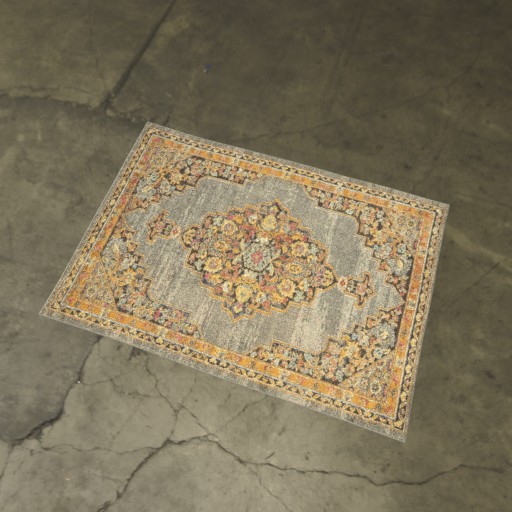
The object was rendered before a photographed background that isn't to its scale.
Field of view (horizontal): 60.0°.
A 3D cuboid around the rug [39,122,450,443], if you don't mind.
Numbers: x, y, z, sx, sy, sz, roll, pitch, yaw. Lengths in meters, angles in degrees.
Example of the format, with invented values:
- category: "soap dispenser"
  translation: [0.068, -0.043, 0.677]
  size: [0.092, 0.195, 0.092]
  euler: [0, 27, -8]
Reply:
- category: "rug"
  translation: [0.000, 0.000, 3.878]
  size: [3.063, 0.024, 2.158]
  euler: [17, 66, 8]
